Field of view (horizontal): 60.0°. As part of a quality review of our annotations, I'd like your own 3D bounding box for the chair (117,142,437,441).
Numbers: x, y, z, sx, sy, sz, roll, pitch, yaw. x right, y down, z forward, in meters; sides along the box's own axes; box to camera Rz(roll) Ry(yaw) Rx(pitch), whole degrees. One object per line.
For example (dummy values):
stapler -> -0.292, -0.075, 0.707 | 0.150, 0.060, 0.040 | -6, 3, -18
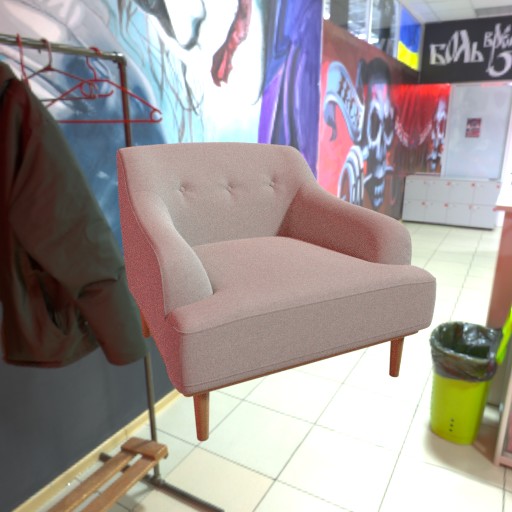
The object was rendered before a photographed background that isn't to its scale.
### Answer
chair -> 0.000, 0.000, 1.686 | 0.946, 0.818, 0.951 | -8, 18, -26
